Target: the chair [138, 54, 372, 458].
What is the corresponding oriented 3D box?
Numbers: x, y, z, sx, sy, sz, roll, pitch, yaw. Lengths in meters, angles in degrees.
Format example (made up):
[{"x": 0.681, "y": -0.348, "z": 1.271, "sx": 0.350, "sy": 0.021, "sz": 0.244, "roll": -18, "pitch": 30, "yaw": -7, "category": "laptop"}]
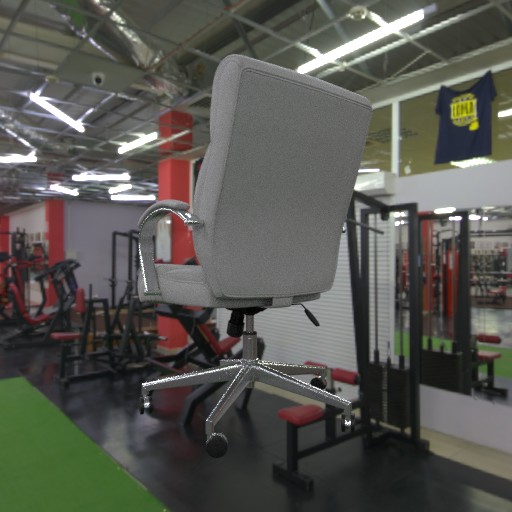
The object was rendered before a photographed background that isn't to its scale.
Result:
[{"x": 0.000, "y": 0.000, "z": 1.592, "sx": 0.727, "sy": 1.099, "sz": 0.745, "roll": 0, "pitch": 0, "yaw": -37, "category": "chair"}]
